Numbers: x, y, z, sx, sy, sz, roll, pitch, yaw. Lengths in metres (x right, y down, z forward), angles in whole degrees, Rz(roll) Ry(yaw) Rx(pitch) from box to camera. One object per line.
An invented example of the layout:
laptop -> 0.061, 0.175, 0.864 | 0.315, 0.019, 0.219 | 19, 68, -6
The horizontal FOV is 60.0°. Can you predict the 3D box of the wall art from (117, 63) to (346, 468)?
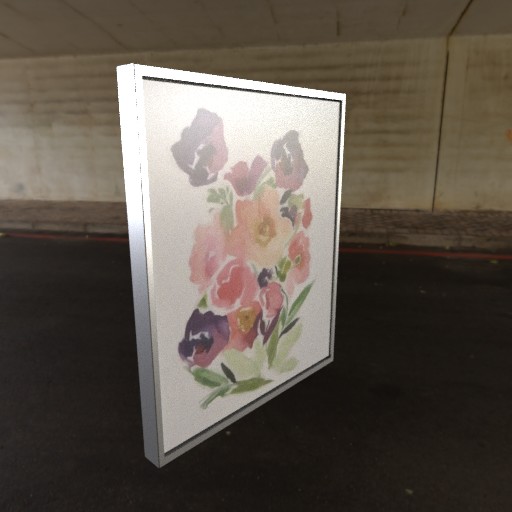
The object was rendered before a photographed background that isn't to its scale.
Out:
wall art -> 0.000, 0.000, 0.751 | 0.038, 0.549, 0.452 | 13, 19, 42
